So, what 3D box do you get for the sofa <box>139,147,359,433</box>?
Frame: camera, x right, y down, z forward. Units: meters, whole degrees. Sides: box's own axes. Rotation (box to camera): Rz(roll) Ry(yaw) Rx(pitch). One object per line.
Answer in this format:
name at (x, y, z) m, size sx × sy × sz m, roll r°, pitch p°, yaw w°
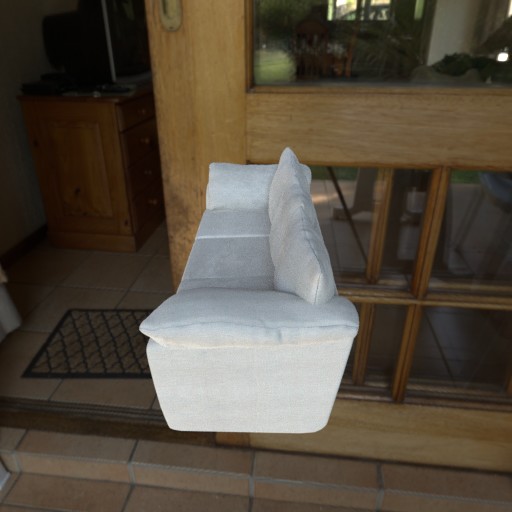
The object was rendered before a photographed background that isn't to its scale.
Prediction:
sofa at (0.000, 0.000, 2.863) m, size 0.893 × 0.981 × 2.377 m, roll 1°, pitch 27°, yaw 1°
